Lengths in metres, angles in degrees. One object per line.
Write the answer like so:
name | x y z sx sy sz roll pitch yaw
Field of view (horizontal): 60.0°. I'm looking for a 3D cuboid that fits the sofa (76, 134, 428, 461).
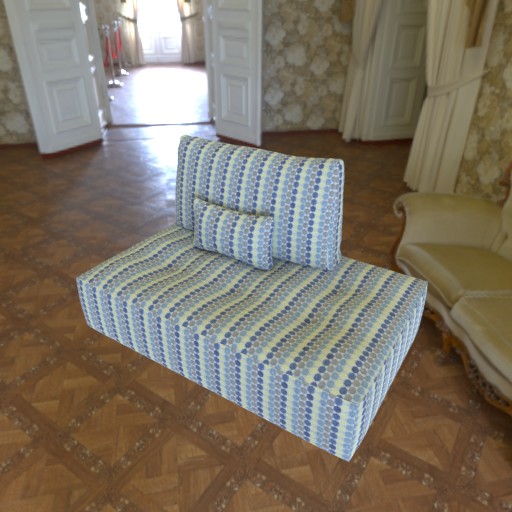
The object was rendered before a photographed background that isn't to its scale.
sofa | 0.000 0.000 2.072 1.450 0.820 1.000 18 35 28
